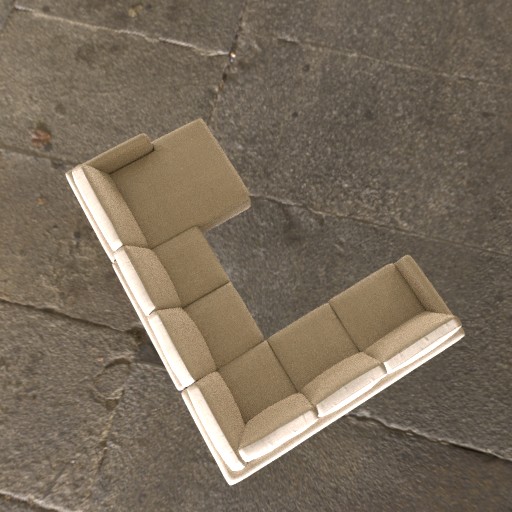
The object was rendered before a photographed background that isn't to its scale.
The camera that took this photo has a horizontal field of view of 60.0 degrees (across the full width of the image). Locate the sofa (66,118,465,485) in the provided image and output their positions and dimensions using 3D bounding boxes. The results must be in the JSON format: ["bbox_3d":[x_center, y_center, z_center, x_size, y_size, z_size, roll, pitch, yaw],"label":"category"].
[{"bbox_3d":[0.000,0.000,4.600,2.594,0.961,3.460,-30,78,-7],"label":"sofa"}]
